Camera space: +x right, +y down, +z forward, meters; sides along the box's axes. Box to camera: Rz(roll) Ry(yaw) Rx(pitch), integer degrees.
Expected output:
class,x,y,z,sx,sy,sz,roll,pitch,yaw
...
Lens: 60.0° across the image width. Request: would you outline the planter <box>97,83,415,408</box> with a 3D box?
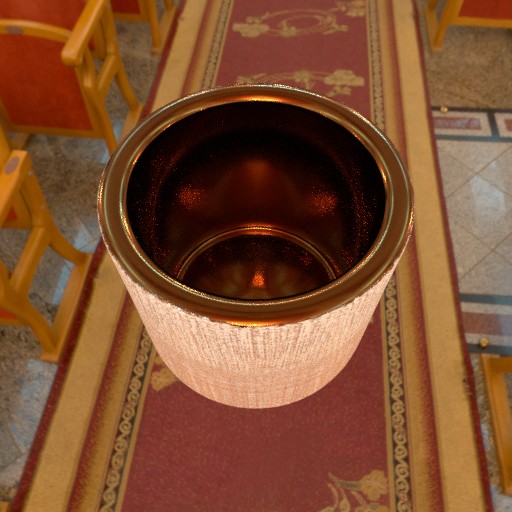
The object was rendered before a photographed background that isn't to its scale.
class,x,y,z,sx,sy,sz,roll,pitch,yaw
planter,0.000,0.000,0.311,0.177,0.157,0.177,0,58,0
